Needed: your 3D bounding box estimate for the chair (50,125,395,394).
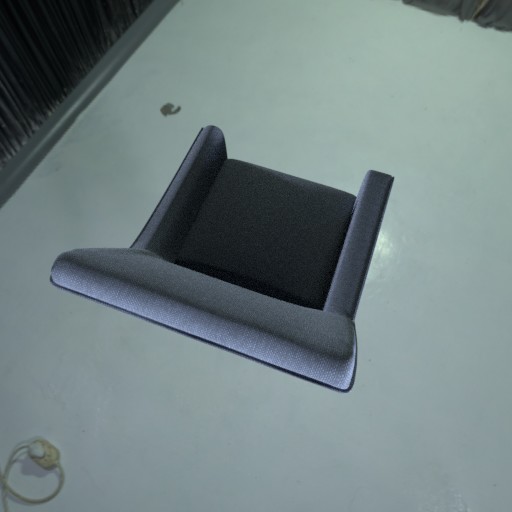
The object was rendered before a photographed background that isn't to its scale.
[{"bbox_3d":[0.000,0.000,1.593,0.780,0.919,0.899,18,65,9],"label":"chair"}]
